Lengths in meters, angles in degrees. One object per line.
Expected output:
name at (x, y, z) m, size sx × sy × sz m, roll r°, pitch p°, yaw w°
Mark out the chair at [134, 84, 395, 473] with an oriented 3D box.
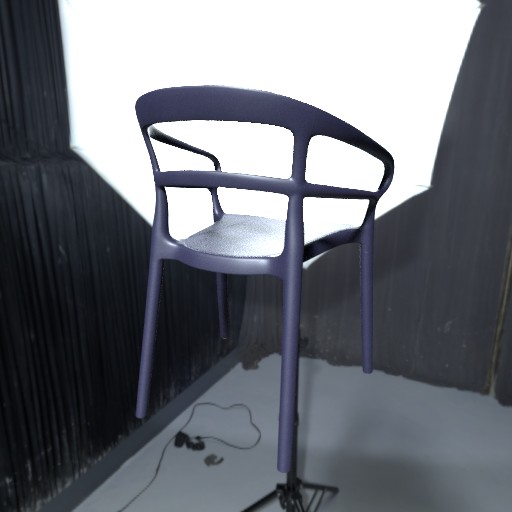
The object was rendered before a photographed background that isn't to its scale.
chair at (0.000, 0.000, 1.117) m, size 0.559 × 0.761 × 0.527 m, roll 8°, pitch 17°, yaw 27°
